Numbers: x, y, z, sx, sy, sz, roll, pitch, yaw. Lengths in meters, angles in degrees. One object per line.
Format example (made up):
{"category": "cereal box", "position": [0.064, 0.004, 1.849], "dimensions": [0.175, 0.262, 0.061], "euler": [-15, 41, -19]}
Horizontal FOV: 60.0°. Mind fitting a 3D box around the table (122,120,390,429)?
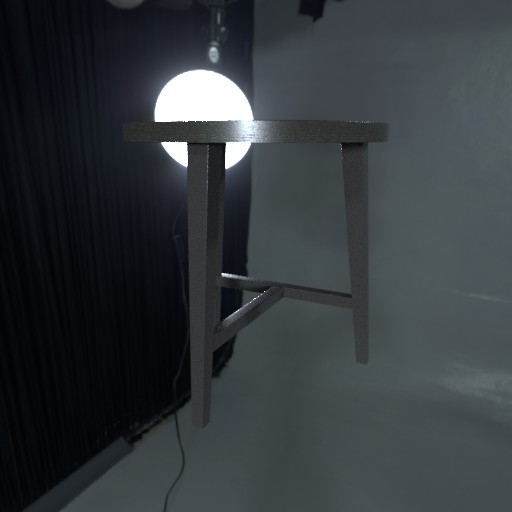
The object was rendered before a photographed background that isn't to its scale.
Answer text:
{"category": "table", "position": [0.000, 0.000, 0.933], "dimensions": [0.500, 0.531, 0.500], "euler": [0, 15, 0]}
